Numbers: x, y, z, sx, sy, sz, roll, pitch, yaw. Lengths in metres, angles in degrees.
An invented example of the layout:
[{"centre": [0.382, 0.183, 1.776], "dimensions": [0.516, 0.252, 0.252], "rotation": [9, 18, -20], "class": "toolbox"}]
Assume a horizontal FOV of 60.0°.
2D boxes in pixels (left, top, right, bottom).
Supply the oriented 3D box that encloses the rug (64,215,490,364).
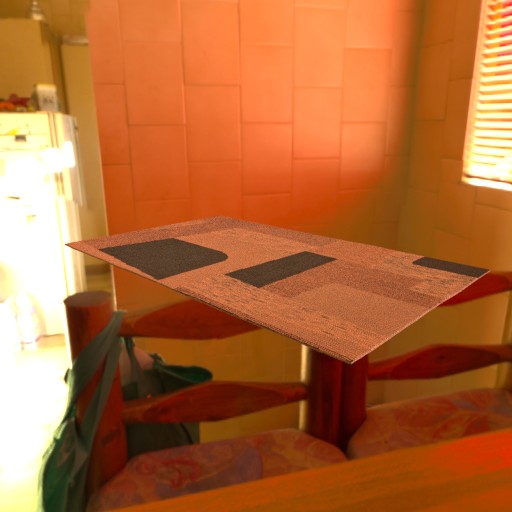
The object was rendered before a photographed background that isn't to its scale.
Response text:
[{"centre": [0.000, 0.000, 2.937], "dimensions": [2.436, 0.015, 1.521], "rotation": [15, 22, 42], "class": "rug"}]
